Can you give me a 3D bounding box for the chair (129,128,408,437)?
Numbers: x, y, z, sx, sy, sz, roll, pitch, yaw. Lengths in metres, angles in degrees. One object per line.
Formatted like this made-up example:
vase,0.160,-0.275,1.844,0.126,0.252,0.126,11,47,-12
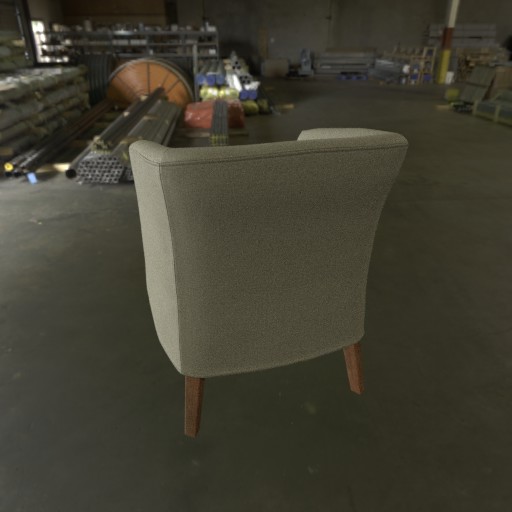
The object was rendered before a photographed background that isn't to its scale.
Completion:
chair,0.000,0.000,1.265,0.600,0.771,0.668,-8,28,-16
